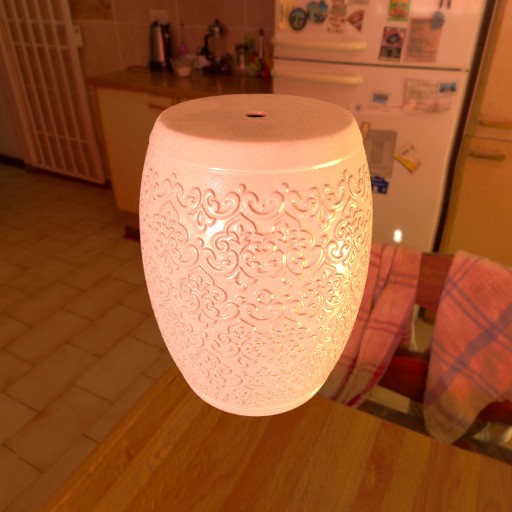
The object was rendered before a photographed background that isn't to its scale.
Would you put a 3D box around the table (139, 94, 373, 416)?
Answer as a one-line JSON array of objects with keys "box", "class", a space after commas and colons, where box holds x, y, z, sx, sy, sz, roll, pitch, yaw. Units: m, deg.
[{"box": [0.000, 0.000, 0.627, 0.309, 0.397, 0.309, 0, 32, 0], "class": "table"}]
